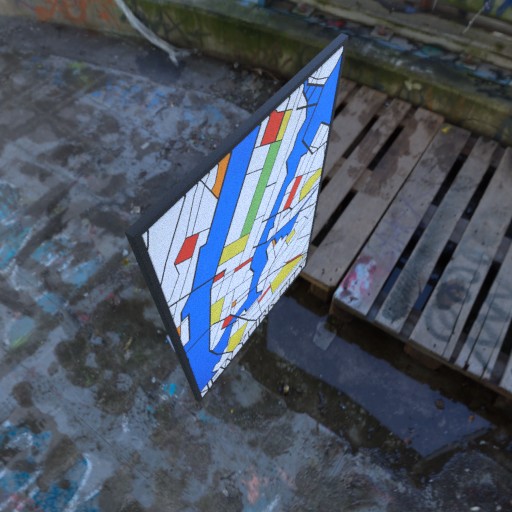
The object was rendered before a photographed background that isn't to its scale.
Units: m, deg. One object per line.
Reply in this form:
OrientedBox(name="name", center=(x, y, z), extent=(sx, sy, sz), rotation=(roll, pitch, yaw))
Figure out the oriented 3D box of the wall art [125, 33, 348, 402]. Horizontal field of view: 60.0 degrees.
OrientedBox(name="wall art", center=(0.000, 0.000, 0.848), extent=(0.013, 0.660, 0.460), rotation=(31, 62, 19))
